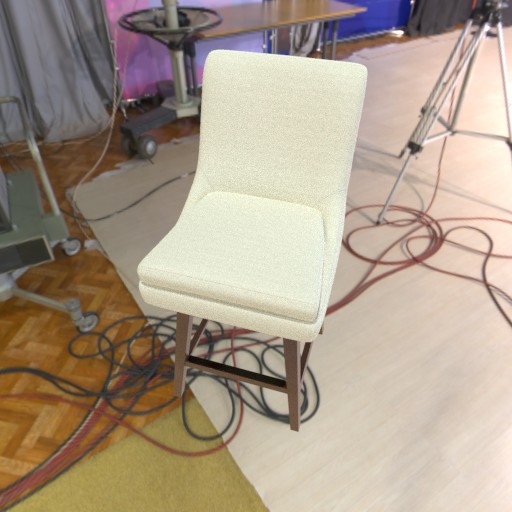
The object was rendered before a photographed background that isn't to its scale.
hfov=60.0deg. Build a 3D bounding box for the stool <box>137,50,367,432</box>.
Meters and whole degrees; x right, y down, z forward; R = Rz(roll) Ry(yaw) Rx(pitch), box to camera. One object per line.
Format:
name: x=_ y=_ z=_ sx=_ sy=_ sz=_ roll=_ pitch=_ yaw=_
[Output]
stool: x=0.000 y=0.000 z=1.319 sx=0.483 sy=0.991 sz=0.559 roll=12 pitch=43 yaw=13
